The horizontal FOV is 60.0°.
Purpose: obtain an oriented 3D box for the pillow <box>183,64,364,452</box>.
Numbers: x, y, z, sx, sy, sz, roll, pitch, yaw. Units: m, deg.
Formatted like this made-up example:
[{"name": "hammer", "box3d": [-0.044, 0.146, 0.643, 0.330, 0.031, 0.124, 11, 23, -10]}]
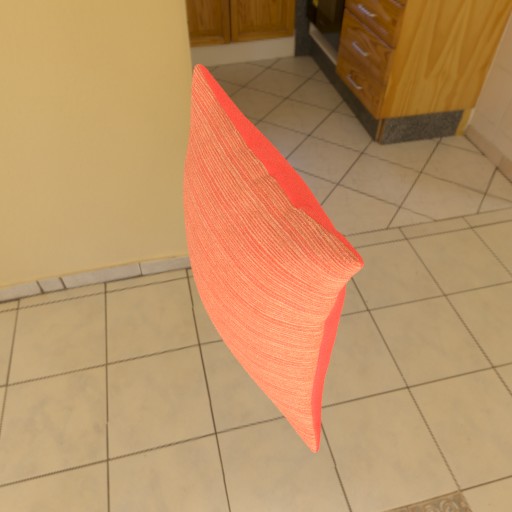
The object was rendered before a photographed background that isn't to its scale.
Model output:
[{"name": "pillow", "box3d": [0.000, 0.000, 0.800, 0.229, 0.501, 0.559, -17, 49, -16]}]
